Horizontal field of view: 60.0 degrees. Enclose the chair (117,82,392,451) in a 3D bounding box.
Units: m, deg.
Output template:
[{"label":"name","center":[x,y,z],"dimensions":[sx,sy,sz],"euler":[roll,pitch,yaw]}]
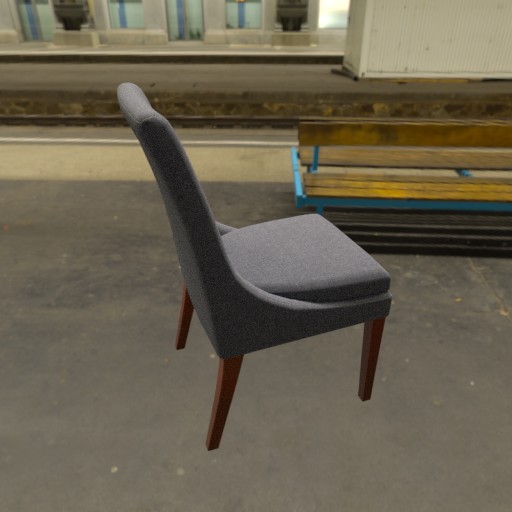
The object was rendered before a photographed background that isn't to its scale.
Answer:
[{"label":"chair","center":[0.000,0.000,1.326],"dimensions":[0.655,0.952,0.508],"euler":[-10,31,-17]}]
